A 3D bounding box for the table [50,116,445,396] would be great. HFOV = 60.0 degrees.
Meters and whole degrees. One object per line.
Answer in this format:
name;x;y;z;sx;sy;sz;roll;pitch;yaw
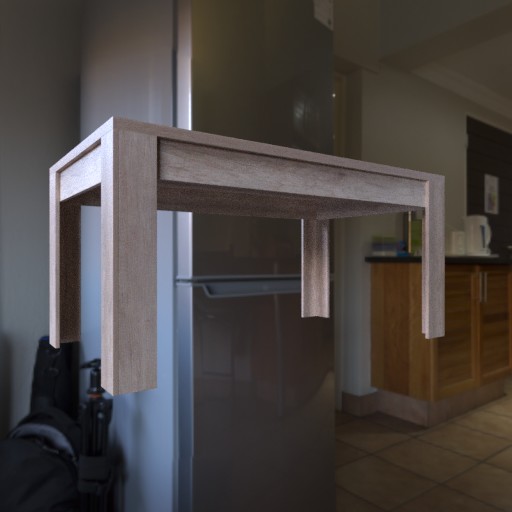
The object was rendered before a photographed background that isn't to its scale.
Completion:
table;0.000;0.000;2.054;1.600;0.775;0.900;0;0;-35
